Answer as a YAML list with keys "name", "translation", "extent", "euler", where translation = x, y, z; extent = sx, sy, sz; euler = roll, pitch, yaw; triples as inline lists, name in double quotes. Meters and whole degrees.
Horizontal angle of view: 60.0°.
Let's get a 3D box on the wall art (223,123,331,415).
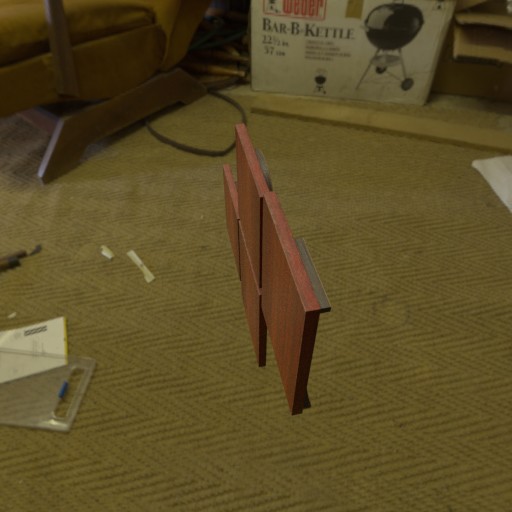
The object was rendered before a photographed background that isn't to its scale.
- name: "wall art"
  translation: [0.000, 0.000, 0.853]
  extent: [0.030, 0.497, 0.635]
  euler: [-9, 47, -8]
